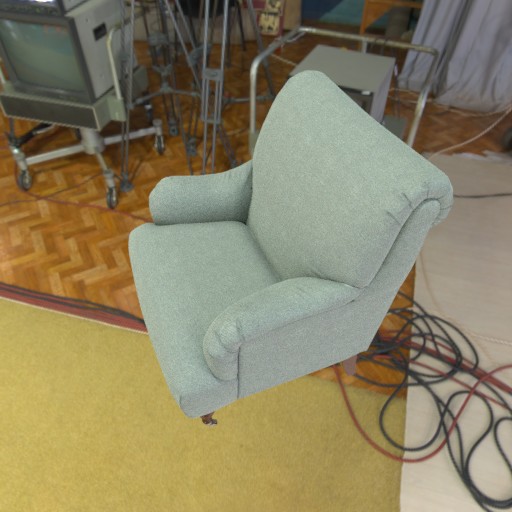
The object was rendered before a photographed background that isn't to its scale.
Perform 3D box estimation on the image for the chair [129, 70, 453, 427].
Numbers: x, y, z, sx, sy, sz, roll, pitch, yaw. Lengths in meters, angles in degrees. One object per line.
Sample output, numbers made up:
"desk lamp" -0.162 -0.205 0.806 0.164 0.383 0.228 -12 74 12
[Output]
"chair" 0.000 0.000 1.943 1.060 1.178 0.964 -16 48 -15
